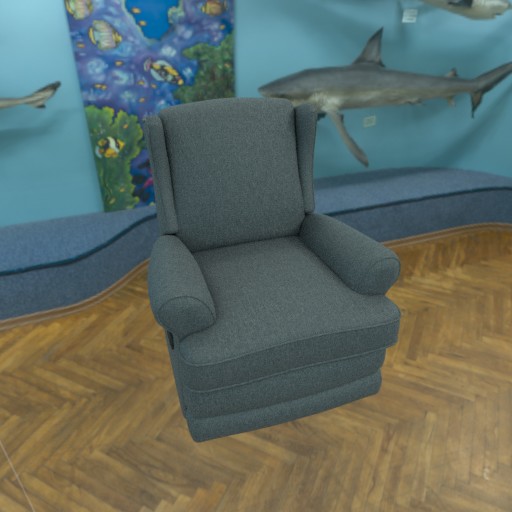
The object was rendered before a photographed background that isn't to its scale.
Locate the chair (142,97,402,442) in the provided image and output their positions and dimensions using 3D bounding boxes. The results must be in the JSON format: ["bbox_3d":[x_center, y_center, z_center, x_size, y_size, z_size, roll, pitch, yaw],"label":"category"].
[{"bbox_3d":[0.000,0.000,1.711,0.847,1.011,0.969,-10,33,-15],"label":"chair"}]
